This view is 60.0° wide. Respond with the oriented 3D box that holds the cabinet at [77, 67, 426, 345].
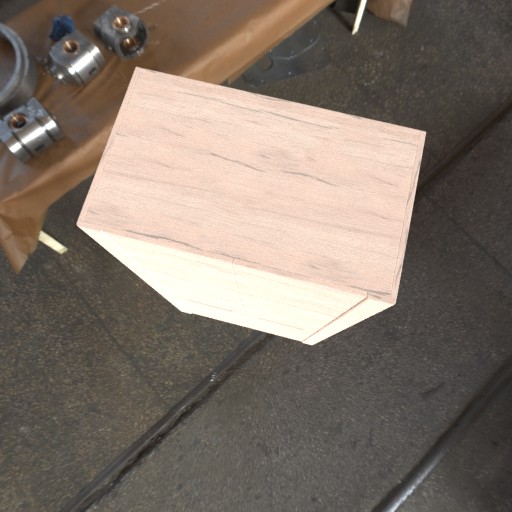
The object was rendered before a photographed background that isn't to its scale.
[{"bbox_3d":[0.000,0.000,2.315,0.980,1.930,0.580,14,76,4],"label":"cabinet"}]
